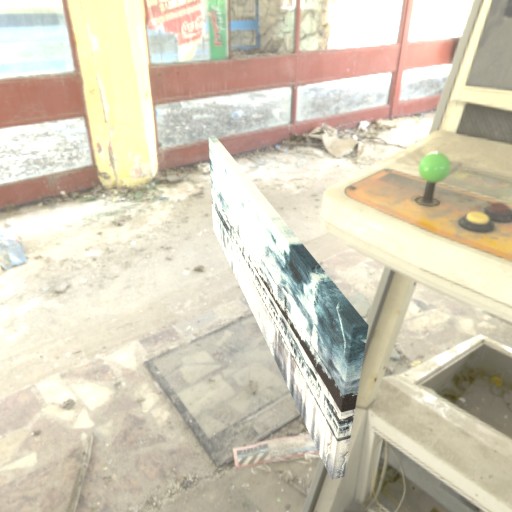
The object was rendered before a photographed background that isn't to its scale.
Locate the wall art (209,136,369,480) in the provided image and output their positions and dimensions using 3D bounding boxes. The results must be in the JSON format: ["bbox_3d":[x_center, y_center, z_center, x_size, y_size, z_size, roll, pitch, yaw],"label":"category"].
[{"bbox_3d":[0.000,0.000,1.670,0.037,0.509,1.524,-8,31,-14],"label":"wall art"}]
